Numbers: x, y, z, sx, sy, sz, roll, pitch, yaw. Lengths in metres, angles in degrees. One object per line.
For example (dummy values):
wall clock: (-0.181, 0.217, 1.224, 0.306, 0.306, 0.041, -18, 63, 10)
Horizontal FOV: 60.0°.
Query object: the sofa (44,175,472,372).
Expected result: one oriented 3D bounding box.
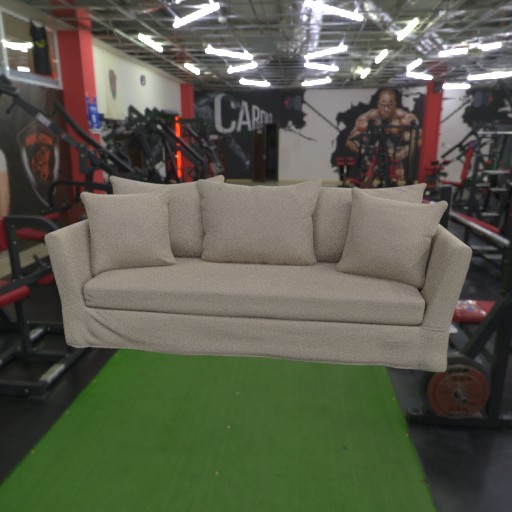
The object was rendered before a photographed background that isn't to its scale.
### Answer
sofa: (0.000, 0.000, 3.078, 2.499, 1.047, 1.046, 2, 16, 8)
